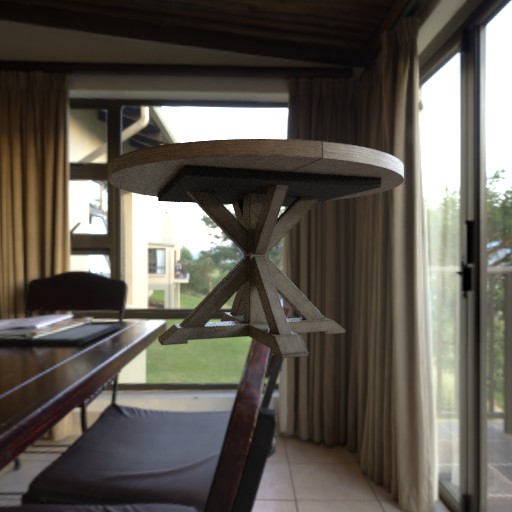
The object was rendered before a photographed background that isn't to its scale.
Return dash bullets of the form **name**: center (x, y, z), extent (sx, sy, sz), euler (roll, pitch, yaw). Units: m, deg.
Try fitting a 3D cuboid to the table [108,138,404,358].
- **table**: center (0.000, 0.000, 2.147), extent (1.363, 0.781, 1.363), euler (0, 0, 0)
